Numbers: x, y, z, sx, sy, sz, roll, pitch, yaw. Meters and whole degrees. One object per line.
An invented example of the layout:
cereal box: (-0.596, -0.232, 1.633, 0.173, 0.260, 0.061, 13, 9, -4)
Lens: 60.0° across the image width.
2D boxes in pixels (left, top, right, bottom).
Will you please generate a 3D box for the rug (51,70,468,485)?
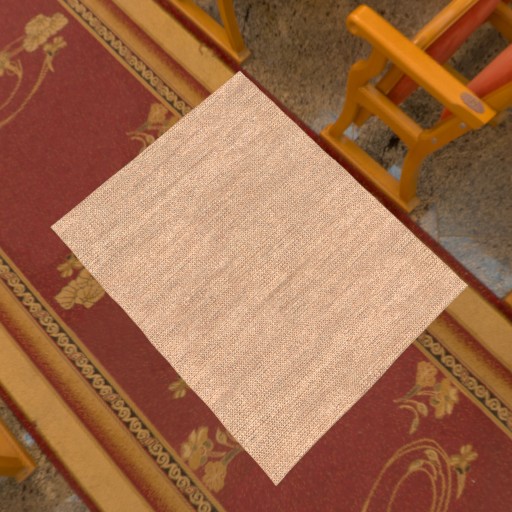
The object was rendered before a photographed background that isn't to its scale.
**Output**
rug: (0.000, 0.000, 4.077, 2.429, 0.030, 3.052, -43, 81, -9)
